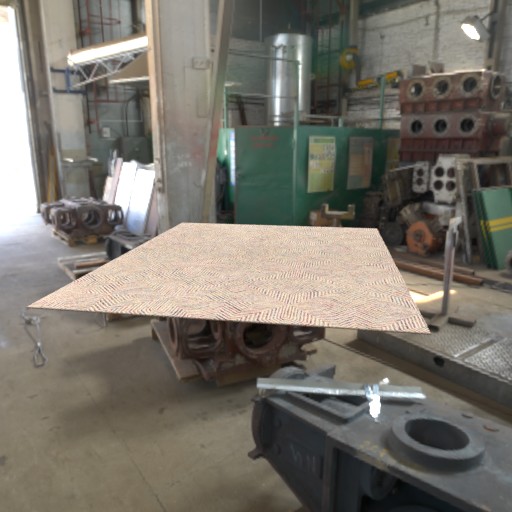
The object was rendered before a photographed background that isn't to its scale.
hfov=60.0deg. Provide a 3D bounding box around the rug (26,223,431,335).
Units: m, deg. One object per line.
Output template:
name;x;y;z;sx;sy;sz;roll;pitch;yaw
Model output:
rug;0.000;0.000;4.058;2.442;0.008;3.046;2;15;9
